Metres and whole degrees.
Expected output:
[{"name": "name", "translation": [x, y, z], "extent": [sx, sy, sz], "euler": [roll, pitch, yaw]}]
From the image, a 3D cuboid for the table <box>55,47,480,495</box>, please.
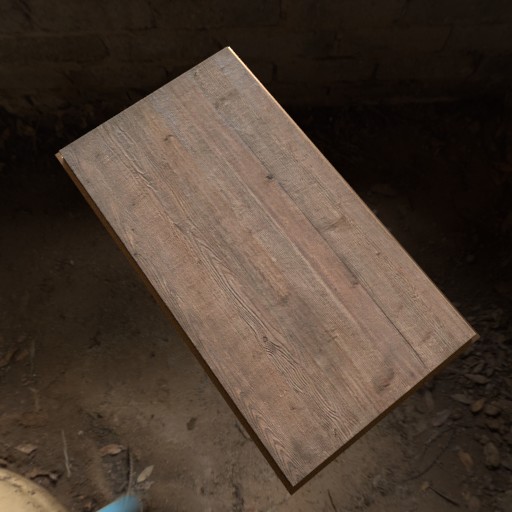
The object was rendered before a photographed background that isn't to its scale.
[{"name": "table", "translation": [0.000, 0.000, 1.704], "extent": [0.775, 0.468, 1.387], "euler": [-36, 78, -9]}]
